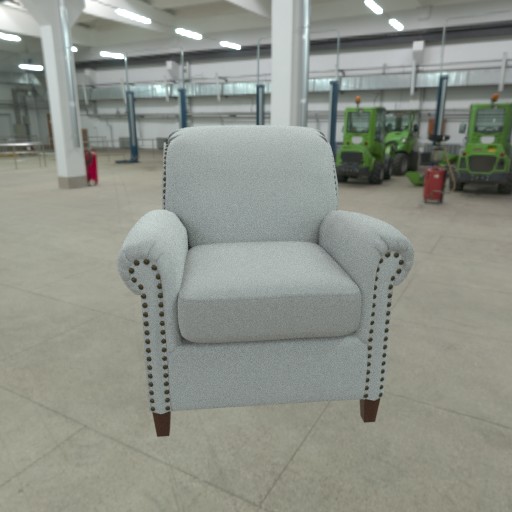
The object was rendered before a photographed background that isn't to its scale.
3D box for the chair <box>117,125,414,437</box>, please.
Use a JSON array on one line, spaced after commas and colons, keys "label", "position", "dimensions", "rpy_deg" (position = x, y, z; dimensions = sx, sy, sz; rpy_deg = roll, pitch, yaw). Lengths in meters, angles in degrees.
[{"label": "chair", "position": [0.000, 0.000, 1.639], "dimensions": [0.854, 0.927, 0.890], "rpy_deg": [-2, 16, -6]}]
